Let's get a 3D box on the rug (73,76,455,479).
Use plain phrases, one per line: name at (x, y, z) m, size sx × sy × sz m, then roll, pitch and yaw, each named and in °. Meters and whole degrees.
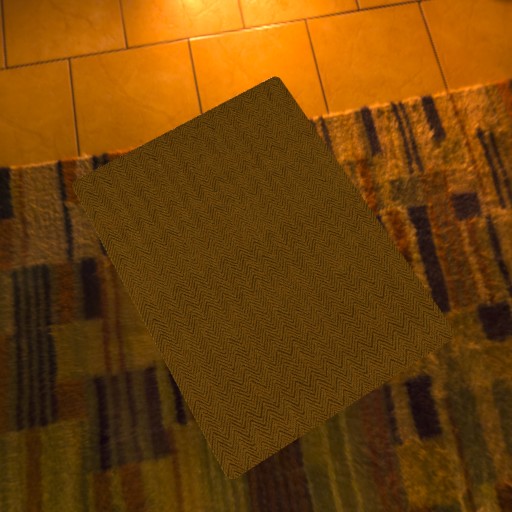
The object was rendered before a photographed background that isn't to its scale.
rug at (0.000, 0.000, 4.281) m, size 2.439 × 0.014 × 3.207 m, roll -30°, pitch 78°, yaw -7°
